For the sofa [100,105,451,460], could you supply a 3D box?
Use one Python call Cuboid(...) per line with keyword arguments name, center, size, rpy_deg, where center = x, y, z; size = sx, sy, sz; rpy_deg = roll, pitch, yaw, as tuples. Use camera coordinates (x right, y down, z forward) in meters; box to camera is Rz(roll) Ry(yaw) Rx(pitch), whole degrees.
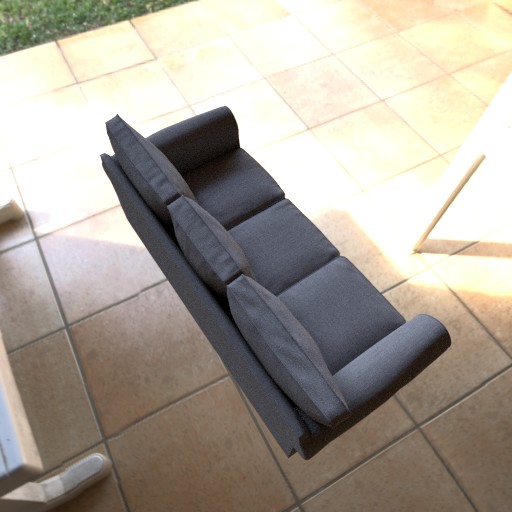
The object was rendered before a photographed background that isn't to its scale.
Cuboid(name="sofa", center=(0.000, 0.000, 2.573), size=(0.916, 0.961, 2.084), rpy_deg=(-31, 63, -18))
